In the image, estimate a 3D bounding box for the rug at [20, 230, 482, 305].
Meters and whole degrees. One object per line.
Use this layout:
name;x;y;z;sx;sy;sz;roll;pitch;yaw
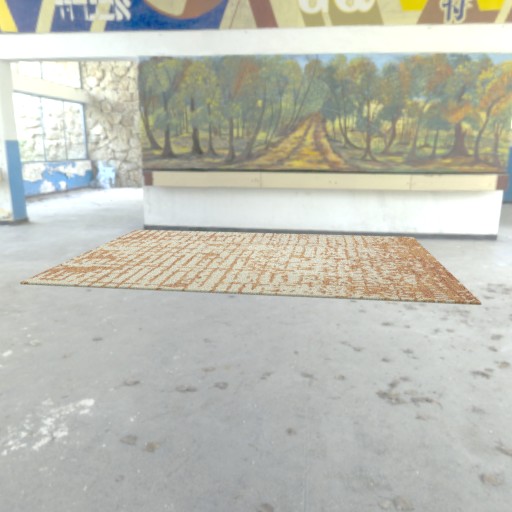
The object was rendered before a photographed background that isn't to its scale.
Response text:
rug;0.000;0.000;2.317;1.829;0.011;1.219;2;14;8
